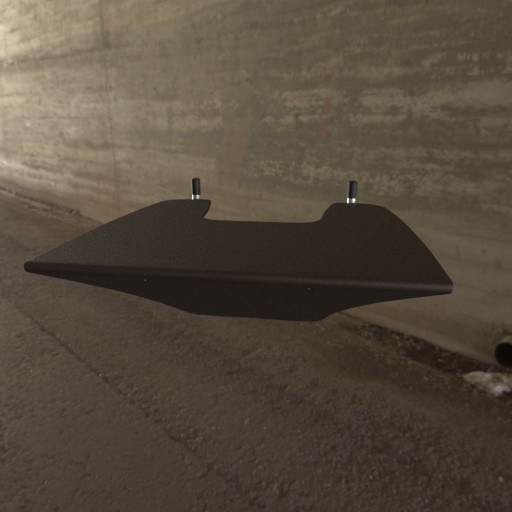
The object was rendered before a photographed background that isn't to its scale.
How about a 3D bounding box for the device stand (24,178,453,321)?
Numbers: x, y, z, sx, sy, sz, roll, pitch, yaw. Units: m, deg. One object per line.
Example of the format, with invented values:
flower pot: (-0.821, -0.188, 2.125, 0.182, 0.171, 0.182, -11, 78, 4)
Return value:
device stand: (0.000, 0.000, 0.346, 0.230, 0.092, 0.230, 2, 17, 8)
